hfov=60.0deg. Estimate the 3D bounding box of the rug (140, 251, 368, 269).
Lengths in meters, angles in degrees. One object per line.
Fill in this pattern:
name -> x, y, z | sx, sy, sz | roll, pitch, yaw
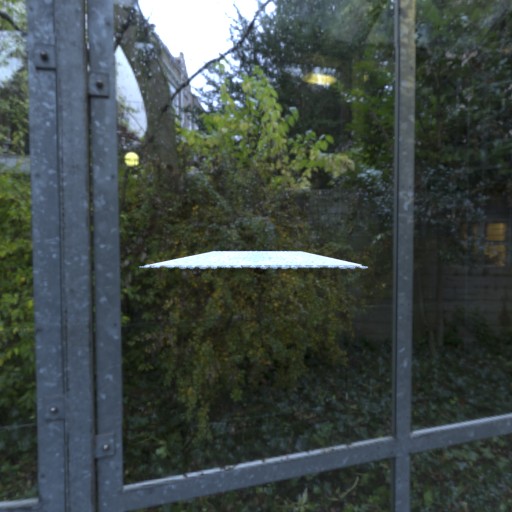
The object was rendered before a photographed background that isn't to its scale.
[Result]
rug -> 0.000, 0.000, 2.710 | 0.774, 0.011, 2.449 | 0, 2, 0
